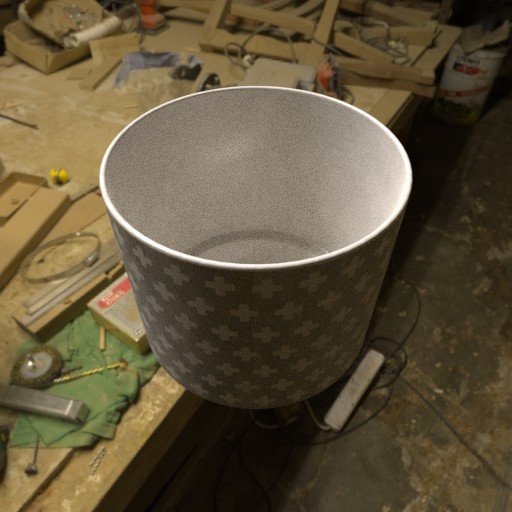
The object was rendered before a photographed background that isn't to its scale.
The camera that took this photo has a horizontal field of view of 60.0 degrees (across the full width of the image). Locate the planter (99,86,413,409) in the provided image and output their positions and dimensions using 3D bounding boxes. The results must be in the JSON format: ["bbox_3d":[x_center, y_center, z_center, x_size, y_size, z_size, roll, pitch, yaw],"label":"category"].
[{"bbox_3d":[0.000,0.000,0.341,0.190,0.181,0.190,0,46,0],"label":"planter"}]
